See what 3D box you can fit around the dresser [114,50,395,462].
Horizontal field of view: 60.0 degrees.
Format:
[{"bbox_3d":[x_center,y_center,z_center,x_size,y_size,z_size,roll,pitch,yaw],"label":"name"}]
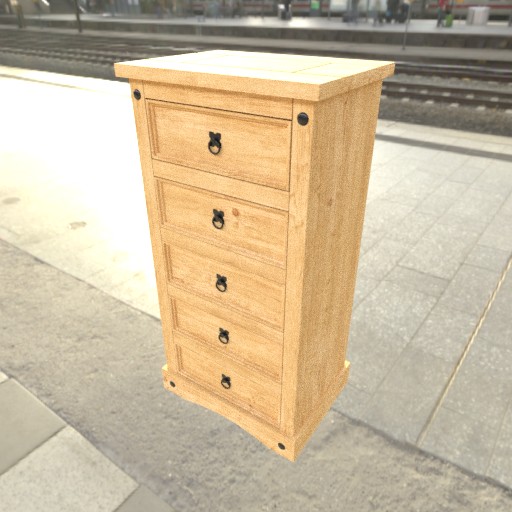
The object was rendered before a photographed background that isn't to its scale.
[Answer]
[{"bbox_3d":[0.000,0.000,1.295,0.531,1.041,0.390,19,35,29],"label":"dresser"}]
